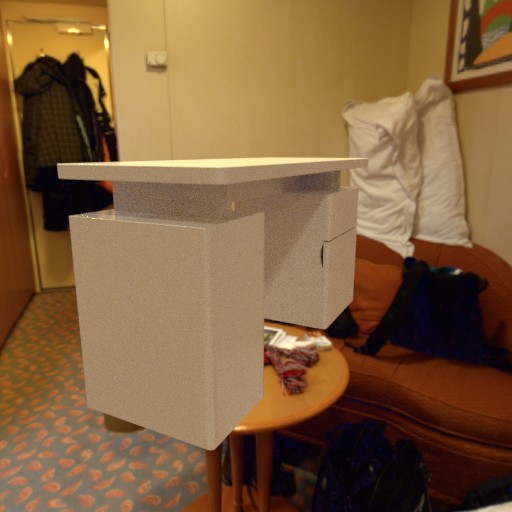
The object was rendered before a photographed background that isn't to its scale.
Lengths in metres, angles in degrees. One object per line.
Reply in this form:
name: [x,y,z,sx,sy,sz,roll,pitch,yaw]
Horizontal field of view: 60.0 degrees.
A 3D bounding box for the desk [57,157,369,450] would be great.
desk: [0.000,0.000,1.803,0.550,0.762,1.400,7,15,26]
